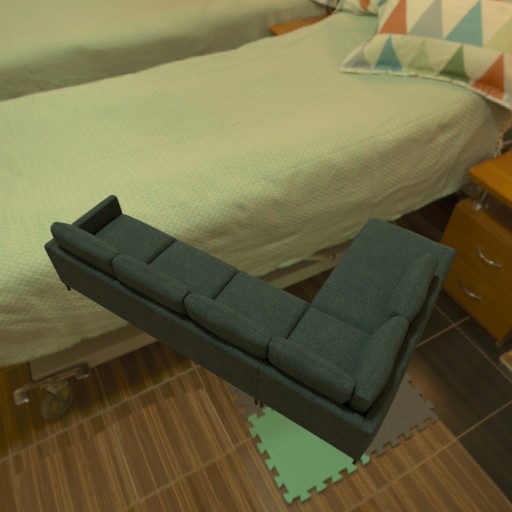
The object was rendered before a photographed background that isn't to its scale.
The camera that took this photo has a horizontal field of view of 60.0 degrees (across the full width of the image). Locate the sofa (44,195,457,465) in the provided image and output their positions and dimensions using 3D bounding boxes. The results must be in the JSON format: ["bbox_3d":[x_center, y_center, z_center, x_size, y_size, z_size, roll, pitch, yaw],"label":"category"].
[{"bbox_3d":[0.000,0.000,3.840,2.949,0.815,2.007,25,52,21],"label":"sofa"}]
